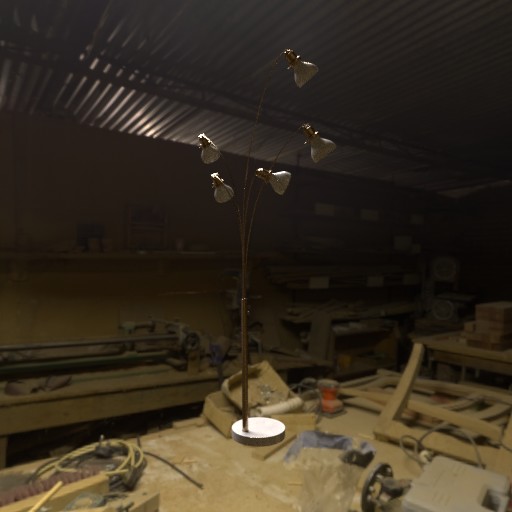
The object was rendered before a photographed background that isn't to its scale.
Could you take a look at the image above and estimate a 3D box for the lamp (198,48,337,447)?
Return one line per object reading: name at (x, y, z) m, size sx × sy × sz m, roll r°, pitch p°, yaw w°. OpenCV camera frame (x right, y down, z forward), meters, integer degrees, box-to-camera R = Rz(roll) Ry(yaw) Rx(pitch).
lamp at (0.000, 0.000, 3.021) m, size 0.361 × 2.423 × 1.405 m, roll 0°, pitch 0°, yaw -36°
